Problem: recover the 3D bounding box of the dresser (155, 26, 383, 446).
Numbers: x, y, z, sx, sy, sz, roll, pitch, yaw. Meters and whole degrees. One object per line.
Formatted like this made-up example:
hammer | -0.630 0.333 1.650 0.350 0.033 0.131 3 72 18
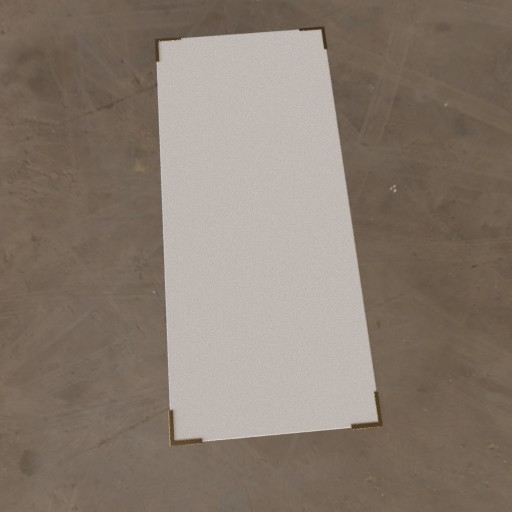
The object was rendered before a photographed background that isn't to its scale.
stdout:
dresser | 0.000 0.000 1.503 0.460 0.891 1.022 -5 76 -1
